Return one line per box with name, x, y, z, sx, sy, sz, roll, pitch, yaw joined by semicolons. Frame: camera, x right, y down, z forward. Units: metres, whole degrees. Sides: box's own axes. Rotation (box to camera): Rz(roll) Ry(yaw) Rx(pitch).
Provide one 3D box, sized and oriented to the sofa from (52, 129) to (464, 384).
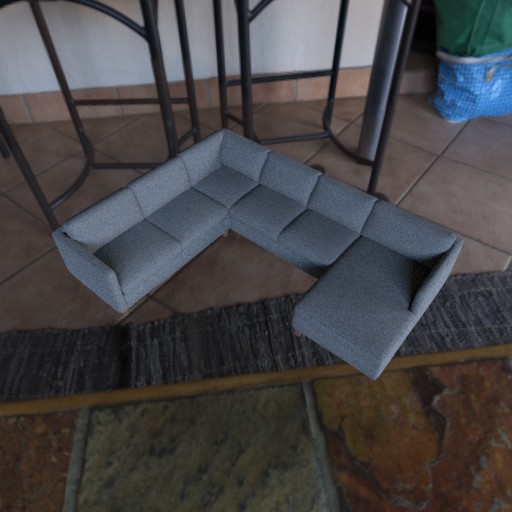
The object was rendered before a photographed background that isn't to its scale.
sofa;0.000;0.000;4.537;3.238;0.853;2.551;31;54;26
